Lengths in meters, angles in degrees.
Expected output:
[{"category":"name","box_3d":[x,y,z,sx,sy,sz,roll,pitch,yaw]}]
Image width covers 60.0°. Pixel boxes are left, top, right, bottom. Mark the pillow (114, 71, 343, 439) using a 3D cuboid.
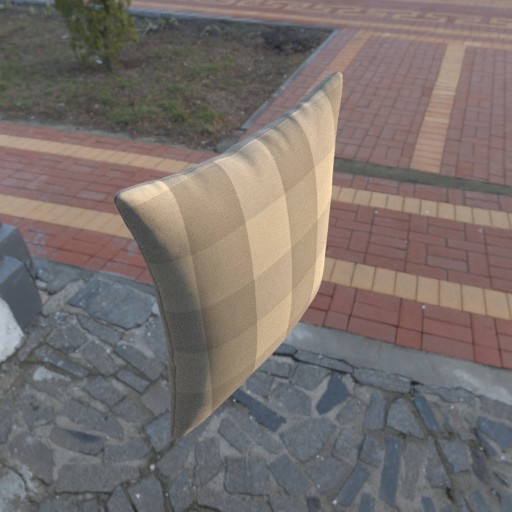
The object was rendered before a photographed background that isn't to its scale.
[{"category":"pillow","box_3d":[0.000,0.000,0.787,0.161,0.509,0.511,25,46,26]}]
